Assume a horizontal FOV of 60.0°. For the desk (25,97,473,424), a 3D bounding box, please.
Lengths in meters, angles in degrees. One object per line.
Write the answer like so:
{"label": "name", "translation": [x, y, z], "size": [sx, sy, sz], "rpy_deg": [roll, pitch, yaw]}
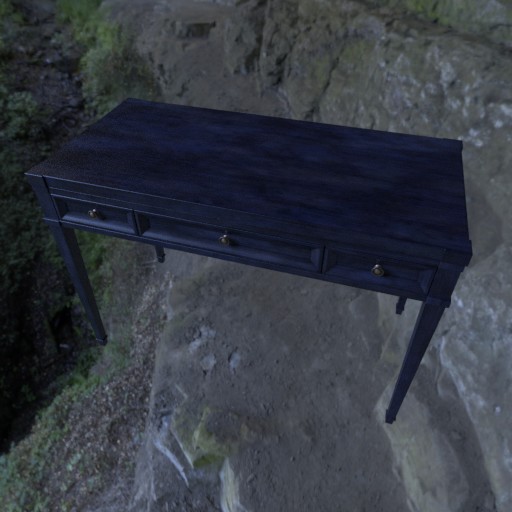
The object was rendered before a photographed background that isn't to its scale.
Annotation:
{"label": "desk", "translation": [0.000, 0.000, 1.720], "size": [1.289, 0.861, 0.630], "rpy_deg": [11, 42, 13]}
